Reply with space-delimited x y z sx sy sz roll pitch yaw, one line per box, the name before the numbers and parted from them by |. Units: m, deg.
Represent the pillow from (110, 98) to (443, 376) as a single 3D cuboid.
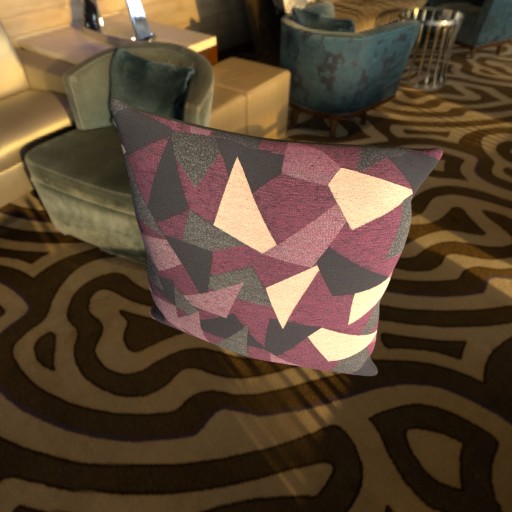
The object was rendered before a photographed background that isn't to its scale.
pillow | 0.000 0.000 0.776 0.503 0.496 0.208 12 42 14
